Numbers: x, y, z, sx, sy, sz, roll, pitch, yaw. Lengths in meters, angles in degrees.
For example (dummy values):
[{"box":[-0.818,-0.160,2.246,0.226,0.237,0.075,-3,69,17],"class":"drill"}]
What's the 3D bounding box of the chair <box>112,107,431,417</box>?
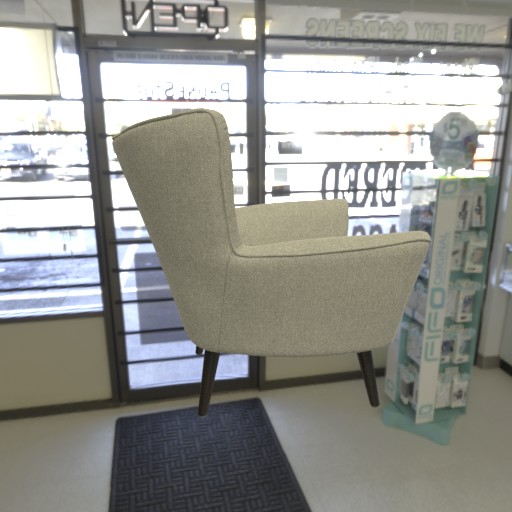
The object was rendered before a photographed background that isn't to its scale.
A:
[{"box":[0.000,0.000,1.533,0.888,0.933,0.781,-2,15,-8],"class":"chair"}]
